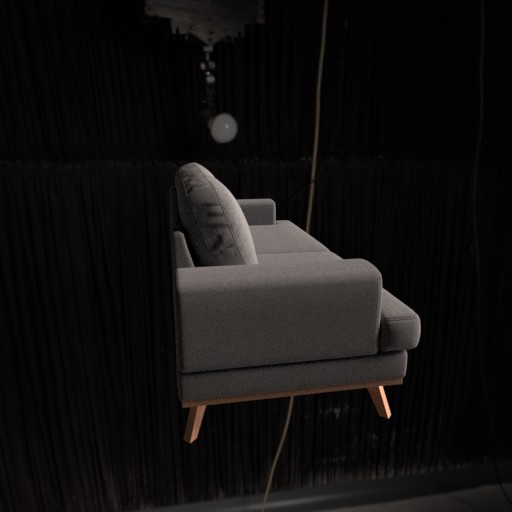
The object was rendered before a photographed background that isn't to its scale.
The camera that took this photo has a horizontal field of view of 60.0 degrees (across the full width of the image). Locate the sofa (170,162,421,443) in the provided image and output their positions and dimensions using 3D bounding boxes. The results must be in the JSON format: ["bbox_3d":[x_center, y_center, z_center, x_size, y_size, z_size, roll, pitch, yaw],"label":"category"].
[{"bbox_3d":[0.000,0.000,2.113,0.785,0.810,1.650,-3,16,-10],"label":"sofa"}]
